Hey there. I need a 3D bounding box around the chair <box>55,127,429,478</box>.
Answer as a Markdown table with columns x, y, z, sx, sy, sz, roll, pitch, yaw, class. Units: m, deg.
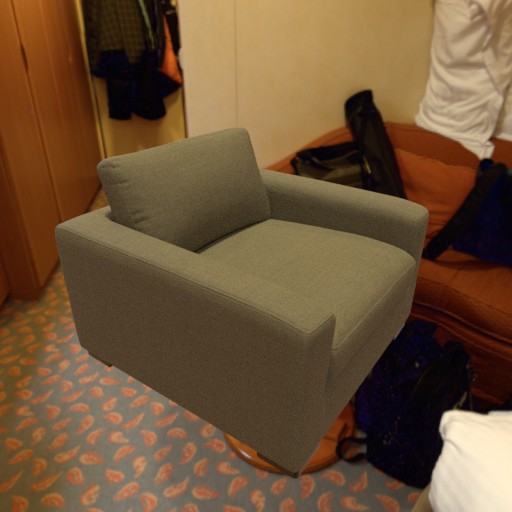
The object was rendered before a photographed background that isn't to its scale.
| x | y | z | sx | sy | sz | roll | pitch | yaw | class |
| --- | --- | --- | --- | --- | --- | --- | --- | --- | --- |
| 0.000 | 0.000 | 1.821 | 1.100 | 0.847 | 1.070 | 18 | 32 | 31 | chair |
